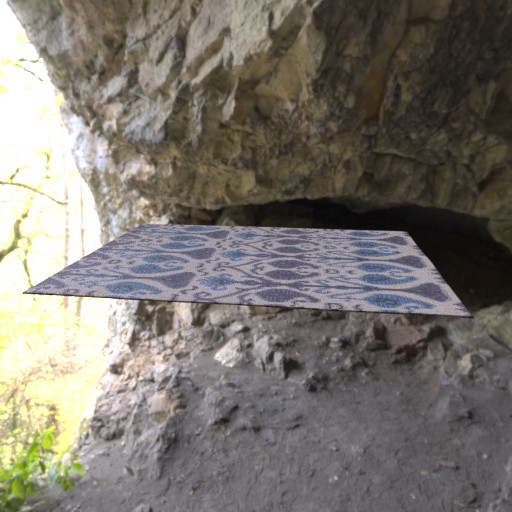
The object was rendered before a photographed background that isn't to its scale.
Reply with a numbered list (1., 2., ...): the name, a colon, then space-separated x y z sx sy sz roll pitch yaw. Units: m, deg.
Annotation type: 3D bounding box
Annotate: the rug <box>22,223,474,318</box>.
1. rug: 0.000 0.000 2.971 2.261 0.013 1.676 2 17 8
